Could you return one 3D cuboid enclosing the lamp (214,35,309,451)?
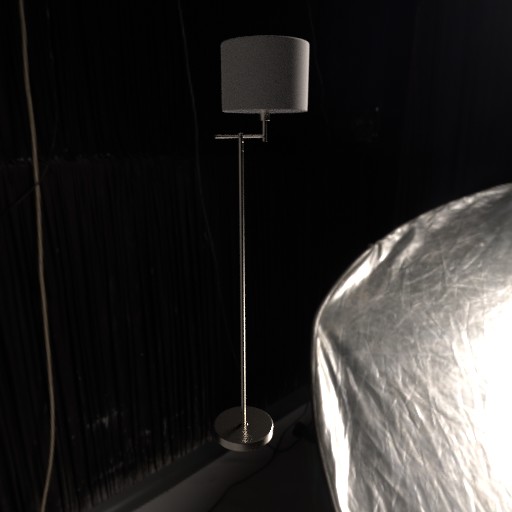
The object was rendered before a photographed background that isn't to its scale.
[{"bbox_3d":[0.000,0.000,1.819,0.416,1.600,0.324,-15,21,-42],"label":"lamp"}]
